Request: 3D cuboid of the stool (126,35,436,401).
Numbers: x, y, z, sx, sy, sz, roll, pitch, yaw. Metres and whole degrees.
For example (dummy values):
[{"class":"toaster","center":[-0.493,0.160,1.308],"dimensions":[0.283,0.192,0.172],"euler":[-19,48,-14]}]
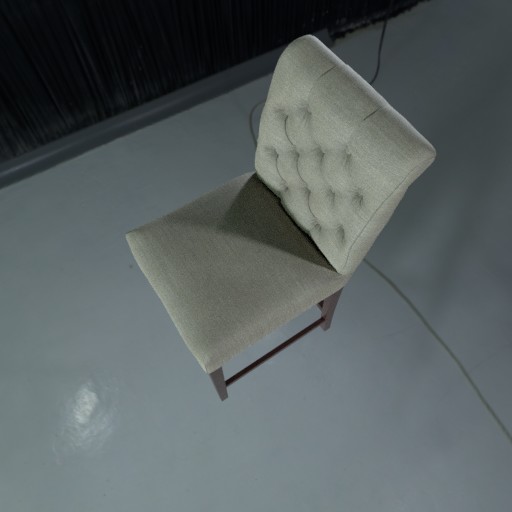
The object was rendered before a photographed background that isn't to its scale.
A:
[{"class":"stool","center":[0.000,0.000,1.420],"dimensions":[0.660,1.084,0.486],"euler":[-31,67,-14]}]
